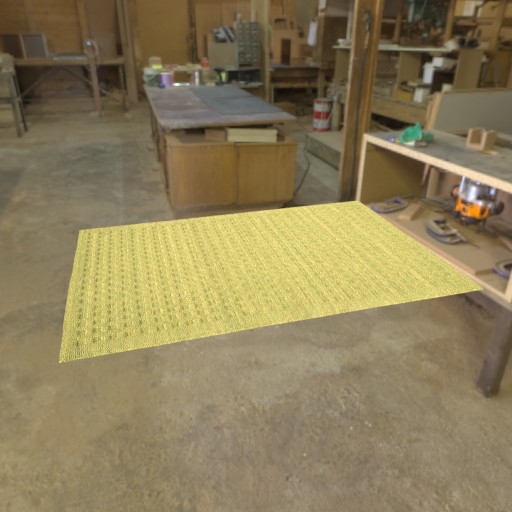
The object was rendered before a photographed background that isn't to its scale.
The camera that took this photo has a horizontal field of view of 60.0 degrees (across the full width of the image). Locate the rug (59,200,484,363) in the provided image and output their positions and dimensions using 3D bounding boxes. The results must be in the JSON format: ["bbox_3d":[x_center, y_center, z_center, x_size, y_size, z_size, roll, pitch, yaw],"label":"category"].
[{"bbox_3d":[0.000,0.000,2.919,2.297,0.007,1.529,-8,28,-14],"label":"rug"}]
